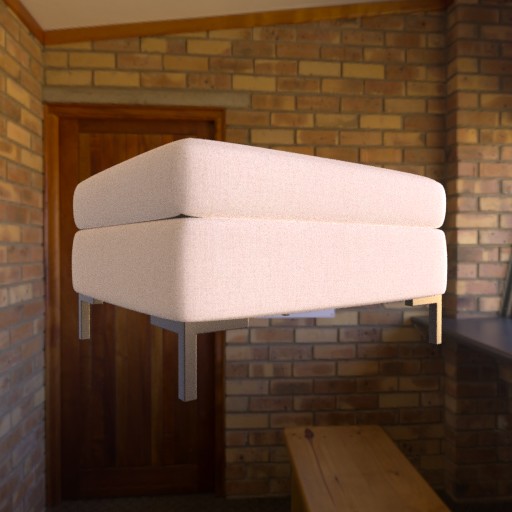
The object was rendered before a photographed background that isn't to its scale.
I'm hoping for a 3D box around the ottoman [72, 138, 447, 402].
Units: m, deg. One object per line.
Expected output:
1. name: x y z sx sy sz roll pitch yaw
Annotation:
1. ottoman: 0.000 0.000 1.172 0.794 0.453 0.657 -1 1 -36
